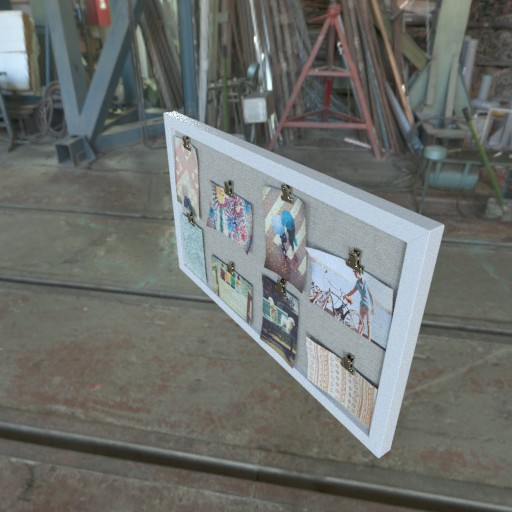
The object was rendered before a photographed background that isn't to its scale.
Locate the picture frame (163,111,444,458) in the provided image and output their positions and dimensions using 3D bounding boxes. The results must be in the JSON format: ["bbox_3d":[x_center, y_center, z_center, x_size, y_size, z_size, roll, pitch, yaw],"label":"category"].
[{"bbox_3d":[0.000,0.000,0.788,0.044,0.379,0.647,-20,36,-30],"label":"picture frame"}]
